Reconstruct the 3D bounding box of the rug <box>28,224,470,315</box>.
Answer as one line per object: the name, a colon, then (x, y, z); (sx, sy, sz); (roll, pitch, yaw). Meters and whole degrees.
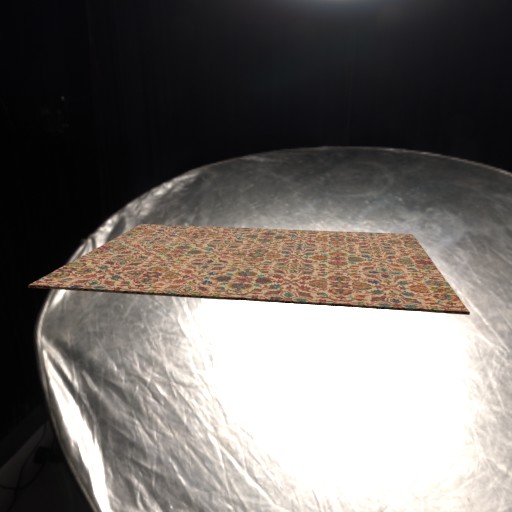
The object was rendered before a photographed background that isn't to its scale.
rug: (0.000, 0.000, 2.989); (2.297, 0.018, 1.541); (3, 17, 9)
